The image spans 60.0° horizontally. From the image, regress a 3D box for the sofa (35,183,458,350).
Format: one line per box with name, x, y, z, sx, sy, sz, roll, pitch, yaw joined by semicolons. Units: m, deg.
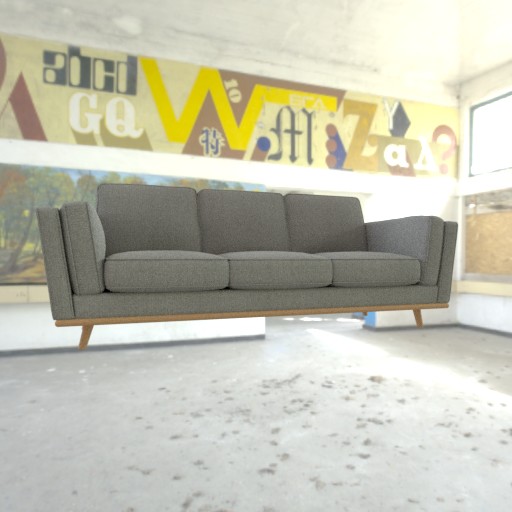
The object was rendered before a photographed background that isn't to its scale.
sofa;0.000;0.000;2.737;2.362;0.899;0.903;0;0;-20
